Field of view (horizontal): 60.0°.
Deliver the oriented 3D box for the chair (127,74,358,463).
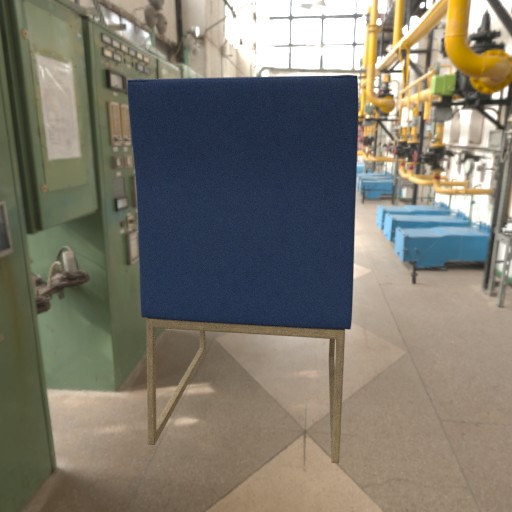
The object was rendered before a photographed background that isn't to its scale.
[{"bbox_3d":[0.000,0.000,1.222,0.508,0.863,0.522,2,15,8],"label":"chair"}]
